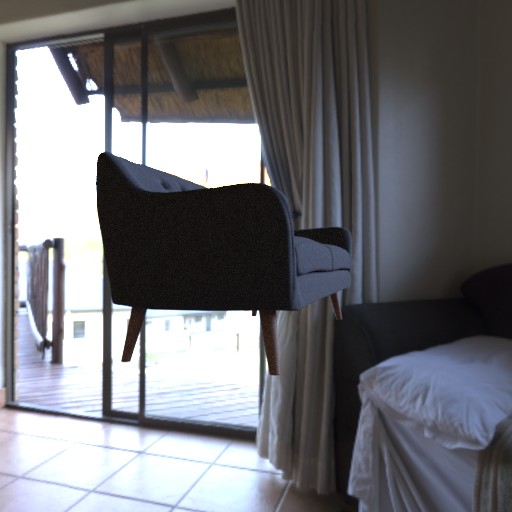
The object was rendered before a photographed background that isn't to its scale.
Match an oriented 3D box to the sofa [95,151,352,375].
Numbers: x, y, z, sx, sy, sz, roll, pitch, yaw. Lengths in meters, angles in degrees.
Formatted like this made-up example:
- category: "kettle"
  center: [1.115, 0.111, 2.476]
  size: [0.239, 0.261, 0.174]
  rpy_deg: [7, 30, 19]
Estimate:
- category: "sofa"
  center: [0.000, 0.000, 2.318]
  size: [0.820, 0.820, 1.840]
  rpy_deg: [0, -1, 19]
